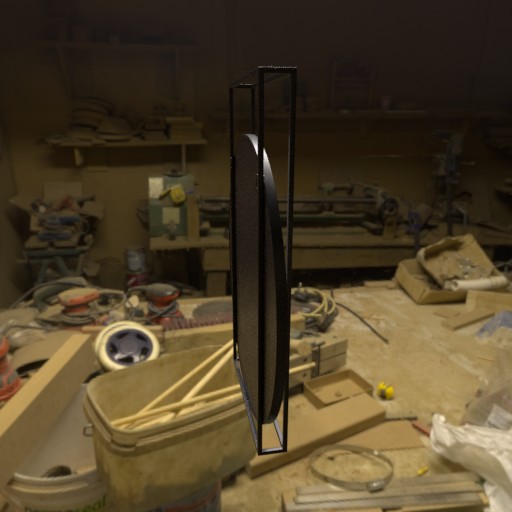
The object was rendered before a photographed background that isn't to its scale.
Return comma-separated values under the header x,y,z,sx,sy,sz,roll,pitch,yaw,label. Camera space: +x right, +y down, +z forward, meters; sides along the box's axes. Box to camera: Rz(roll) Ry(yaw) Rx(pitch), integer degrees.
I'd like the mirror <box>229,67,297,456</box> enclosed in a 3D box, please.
x,y,z,sx,sy,sz,roll,pitch,yaw,label
0.000,0.000,0.806,0.051,0.603,0.508,-3,17,-10,mirror
